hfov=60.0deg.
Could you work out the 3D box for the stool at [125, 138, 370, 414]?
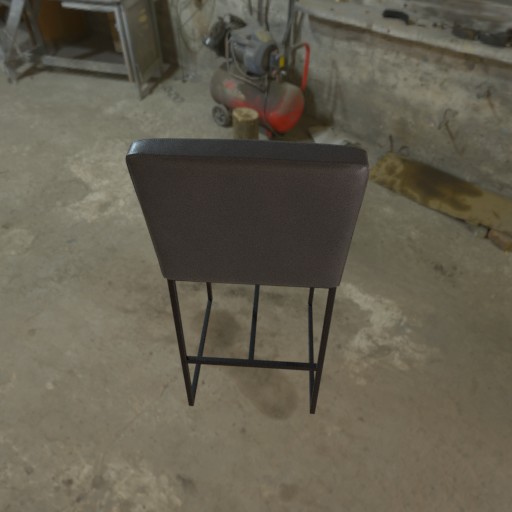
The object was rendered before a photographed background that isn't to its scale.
[{"bbox_3d":[0.000,0.000,1.335,0.457,1.040,0.552,3,45,3],"label":"stool"}]
